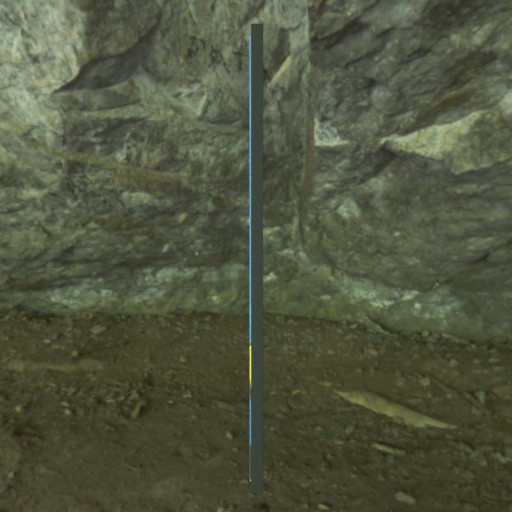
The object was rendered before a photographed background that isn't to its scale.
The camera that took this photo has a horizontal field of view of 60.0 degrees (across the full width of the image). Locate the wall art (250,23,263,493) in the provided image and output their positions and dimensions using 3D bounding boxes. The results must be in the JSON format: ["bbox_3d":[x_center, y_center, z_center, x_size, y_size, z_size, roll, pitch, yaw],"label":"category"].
[{"bbox_3d":[0.000,0.000,0.661,0.013,0.457,0.458,0,1,0],"label":"wall art"}]
